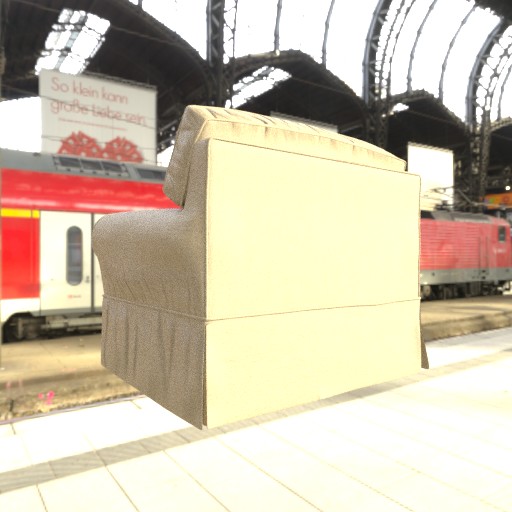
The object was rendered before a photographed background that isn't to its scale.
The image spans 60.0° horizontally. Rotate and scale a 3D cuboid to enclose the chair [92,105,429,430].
[{"bbox_3d":[0.000,0.000,1.820,1.096,0.937,0.903,0,0,-36],"label":"chair"}]
